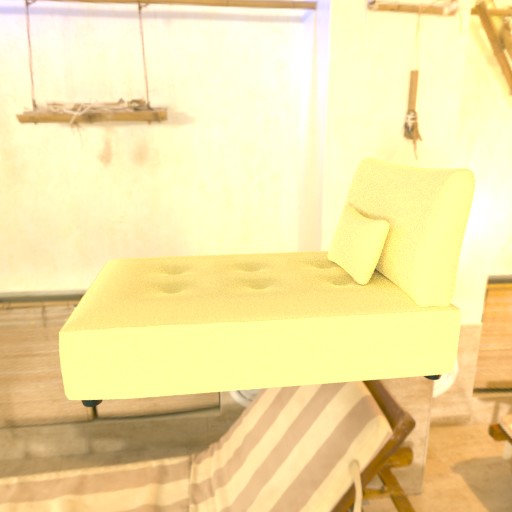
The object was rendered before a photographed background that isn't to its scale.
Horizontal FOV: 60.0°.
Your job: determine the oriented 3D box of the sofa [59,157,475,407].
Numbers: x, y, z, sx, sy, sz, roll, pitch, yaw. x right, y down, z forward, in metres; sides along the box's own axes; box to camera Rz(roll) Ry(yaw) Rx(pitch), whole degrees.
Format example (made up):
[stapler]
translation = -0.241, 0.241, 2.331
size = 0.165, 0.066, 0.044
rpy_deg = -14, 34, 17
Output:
[sofa]
translation = 0.000, 0.000, 1.966
size = 1.450, 0.820, 0.930
rpy_deg = -2, 15, -8
